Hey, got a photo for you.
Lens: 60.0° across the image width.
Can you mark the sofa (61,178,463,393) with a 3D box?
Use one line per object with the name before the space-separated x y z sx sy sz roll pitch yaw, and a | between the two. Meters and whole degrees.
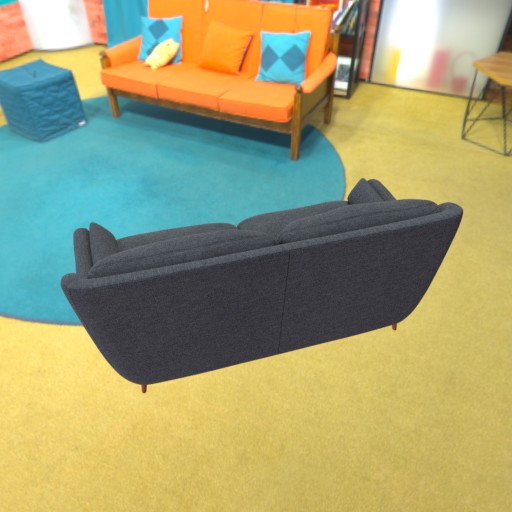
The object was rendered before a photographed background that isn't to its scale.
sofa | 0.000 0.000 2.493 1.929 0.896 0.975 -11 42 -12
